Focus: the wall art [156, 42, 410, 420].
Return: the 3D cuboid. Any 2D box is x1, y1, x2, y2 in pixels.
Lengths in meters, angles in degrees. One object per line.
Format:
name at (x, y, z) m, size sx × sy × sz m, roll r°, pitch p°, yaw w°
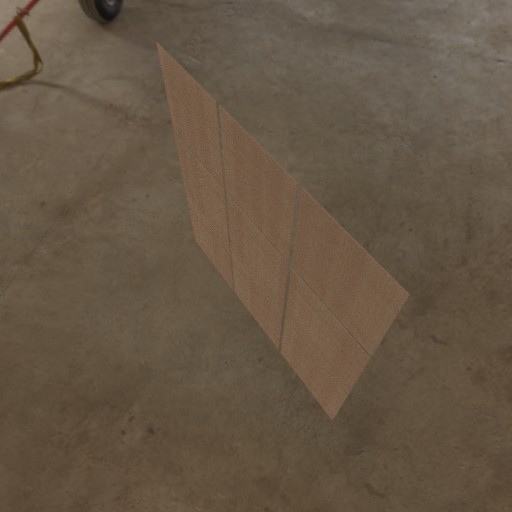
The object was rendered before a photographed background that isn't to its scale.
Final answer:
wall art at (0.000, 0.000, 2.222) m, size 0.002 × 1.505 × 1.517 m, roll -30°, pitch 62°, yaw -18°
